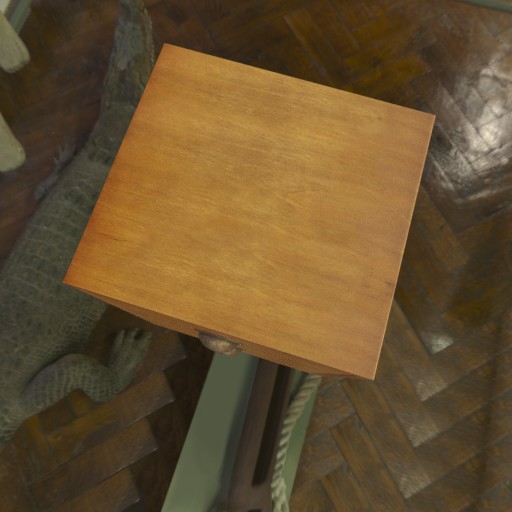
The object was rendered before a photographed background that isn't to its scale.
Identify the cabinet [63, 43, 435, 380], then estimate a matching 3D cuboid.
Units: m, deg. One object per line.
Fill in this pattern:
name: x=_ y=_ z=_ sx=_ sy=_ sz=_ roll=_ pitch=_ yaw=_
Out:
cabinet: x=0.000 y=0.000 z=0.875 sx=0.409 sy=0.579 sz=0.401 roll=17 pitch=76 yaw=4
